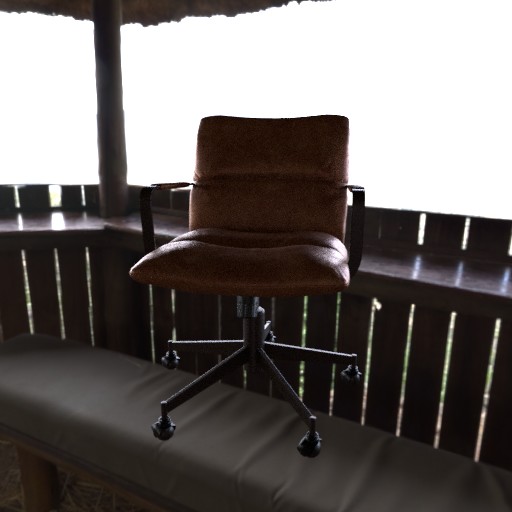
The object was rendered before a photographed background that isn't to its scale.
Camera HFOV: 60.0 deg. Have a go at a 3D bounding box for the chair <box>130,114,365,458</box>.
[{"bbox_3d":[0.000,0.000,1.447,0.727,0.922,0.754,2,14,9],"label":"chair"}]
